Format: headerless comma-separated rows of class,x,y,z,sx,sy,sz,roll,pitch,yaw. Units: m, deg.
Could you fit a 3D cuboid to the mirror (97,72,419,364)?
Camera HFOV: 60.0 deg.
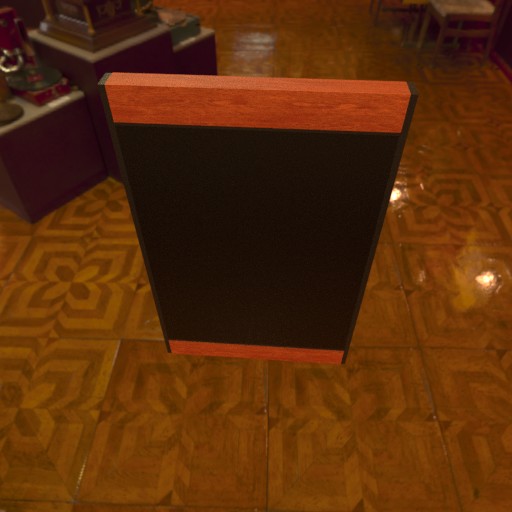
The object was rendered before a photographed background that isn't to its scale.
mirror,0.000,0.000,1.031,0.525,0.823,0.047,3,46,3
